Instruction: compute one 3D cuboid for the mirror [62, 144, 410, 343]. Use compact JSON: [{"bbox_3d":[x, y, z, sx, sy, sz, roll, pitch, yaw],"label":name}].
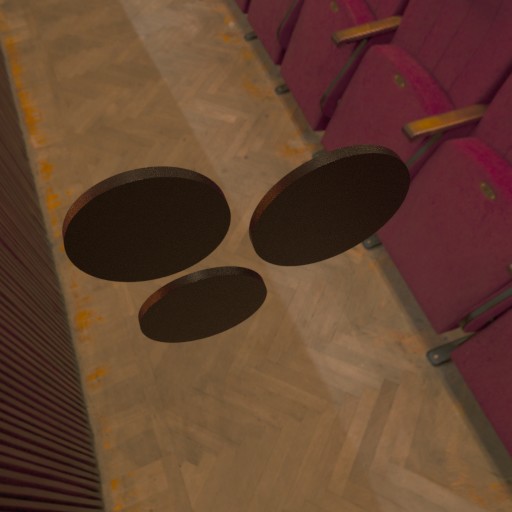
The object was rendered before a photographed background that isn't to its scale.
[{"bbox_3d":[0.000,0.000,3.100,2.160,2.096,0.076,-16,59,-10],"label":"mirror"}]
